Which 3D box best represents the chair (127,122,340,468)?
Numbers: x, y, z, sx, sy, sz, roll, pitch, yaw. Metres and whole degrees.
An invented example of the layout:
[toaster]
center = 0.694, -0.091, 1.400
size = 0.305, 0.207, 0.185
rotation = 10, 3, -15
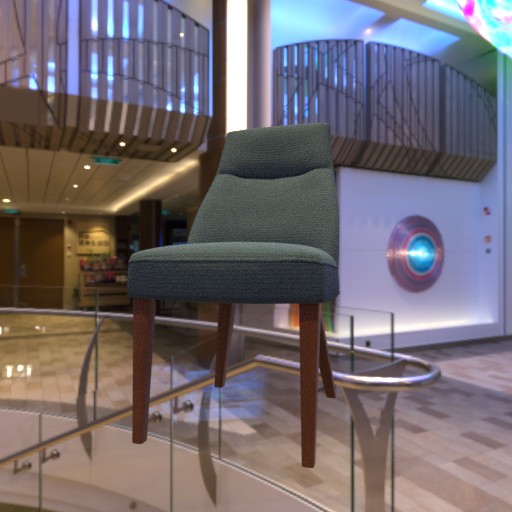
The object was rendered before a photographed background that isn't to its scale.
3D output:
[chair]
center = 0.000, 0.000, 1.325
size = 0.500, 0.930, 0.620
rotation = 0, 0, 17
